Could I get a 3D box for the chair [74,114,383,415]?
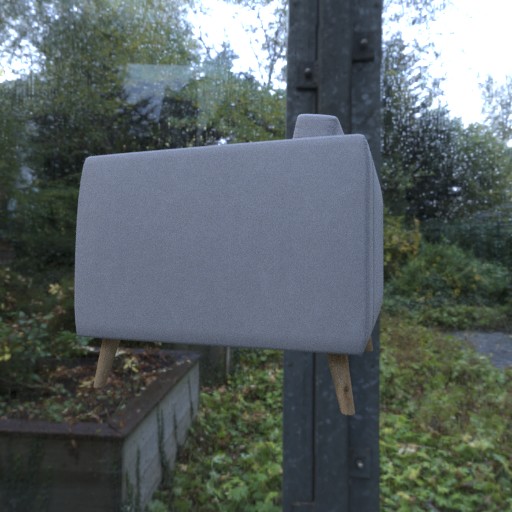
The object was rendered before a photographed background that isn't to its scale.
[{"bbox_3d":[0.000,0.000,1.739,0.930,0.860,1.000,0,0,18],"label":"chair"}]
